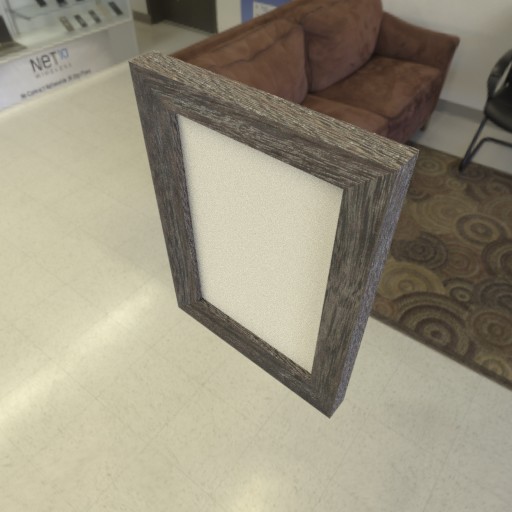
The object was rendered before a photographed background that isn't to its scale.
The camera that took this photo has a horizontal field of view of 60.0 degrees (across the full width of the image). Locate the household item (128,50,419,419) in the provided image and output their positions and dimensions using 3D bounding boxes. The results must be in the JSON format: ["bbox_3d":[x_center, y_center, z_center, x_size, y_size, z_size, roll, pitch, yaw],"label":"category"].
[{"bbox_3d":[0.000,0.000,0.239,0.133,0.180,0.020,31,53,27],"label":"household item"}]
